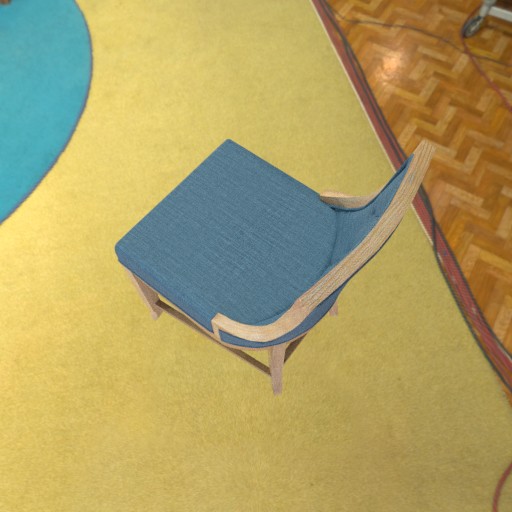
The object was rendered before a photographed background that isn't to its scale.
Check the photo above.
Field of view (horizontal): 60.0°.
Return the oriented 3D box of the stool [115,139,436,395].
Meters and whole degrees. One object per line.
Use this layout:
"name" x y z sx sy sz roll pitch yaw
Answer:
"stool" 0.000 0.000 1.290 0.626 0.938 0.524 34 67 17
